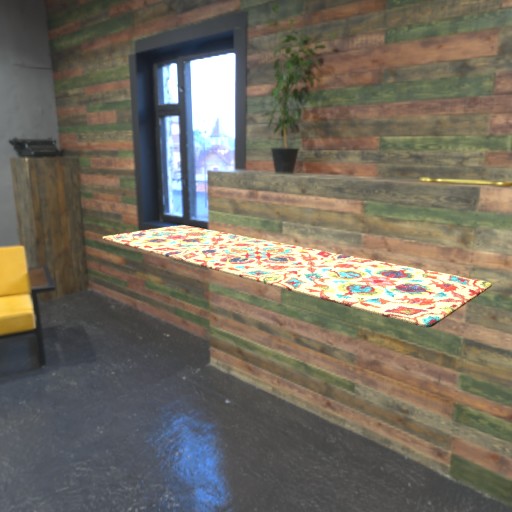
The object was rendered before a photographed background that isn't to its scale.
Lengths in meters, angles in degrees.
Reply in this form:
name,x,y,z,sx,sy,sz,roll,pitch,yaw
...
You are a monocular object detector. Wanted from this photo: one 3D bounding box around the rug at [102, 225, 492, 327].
name,x,y,z,sx,sy,sz,roll,pitch,yaw
rug,0.000,0.000,2.495,2.273,0.016,0.693,13,18,42
